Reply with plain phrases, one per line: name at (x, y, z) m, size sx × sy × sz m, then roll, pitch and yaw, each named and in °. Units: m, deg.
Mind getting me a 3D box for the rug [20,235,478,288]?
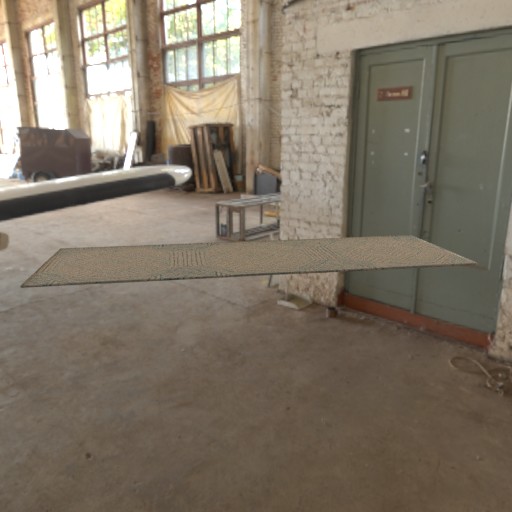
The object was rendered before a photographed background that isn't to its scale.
rug at (0.000, 0.000, 2.711) m, size 2.452 × 0.012 × 0.775 m, roll -2°, pitch 15°, yaw -9°
